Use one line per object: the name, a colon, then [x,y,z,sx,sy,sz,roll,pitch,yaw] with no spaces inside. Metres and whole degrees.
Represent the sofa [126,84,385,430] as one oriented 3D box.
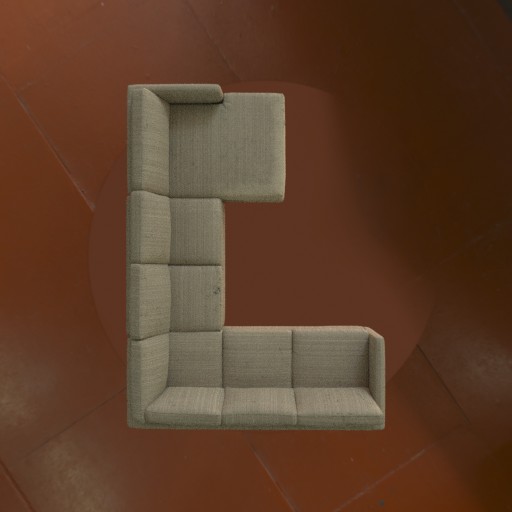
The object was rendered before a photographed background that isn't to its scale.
sofa: [0.000,0.000,4.646,2.594,0.961,3.460,0,90,1]
